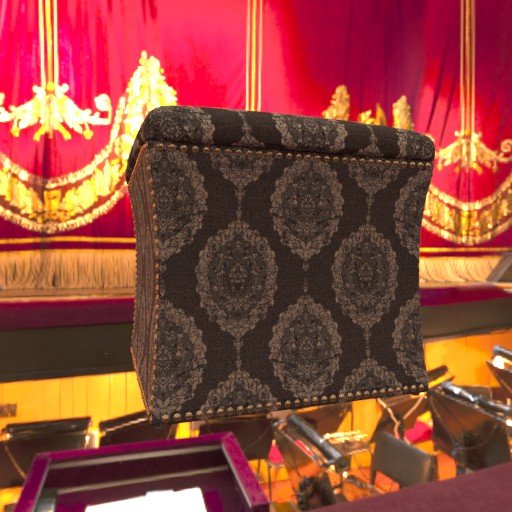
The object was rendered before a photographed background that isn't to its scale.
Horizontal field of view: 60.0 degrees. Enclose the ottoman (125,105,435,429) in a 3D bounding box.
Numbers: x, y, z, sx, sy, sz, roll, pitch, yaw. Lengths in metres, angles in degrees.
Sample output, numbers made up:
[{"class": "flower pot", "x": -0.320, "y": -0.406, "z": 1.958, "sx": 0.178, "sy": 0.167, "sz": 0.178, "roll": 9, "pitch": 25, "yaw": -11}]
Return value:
[{"class": "ottoman", "x": 0.000, "y": 0.000, "z": 0.899, "sx": 0.497, "sy": 0.475, "sz": 0.507, "roll": 0, "pitch": 1, "yaw": -19}]
